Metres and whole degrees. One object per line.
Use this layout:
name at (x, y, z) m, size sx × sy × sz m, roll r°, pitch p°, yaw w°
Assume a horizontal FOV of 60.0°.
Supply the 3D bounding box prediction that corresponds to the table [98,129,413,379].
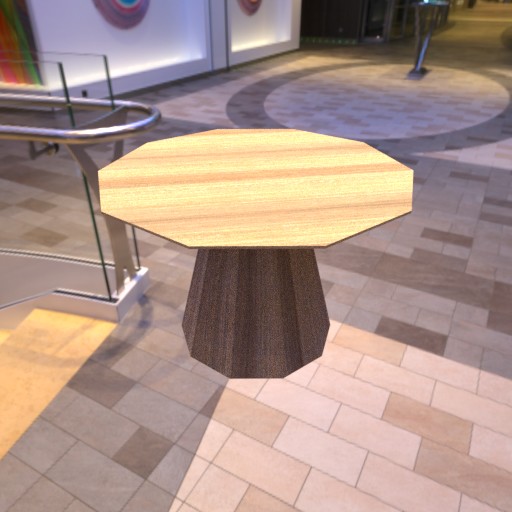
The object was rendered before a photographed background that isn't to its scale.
table at (0.000, 0.000, 1.864) m, size 1.186 × 0.752 × 1.186 m, roll 0°, pitch 31°, yaw 0°
